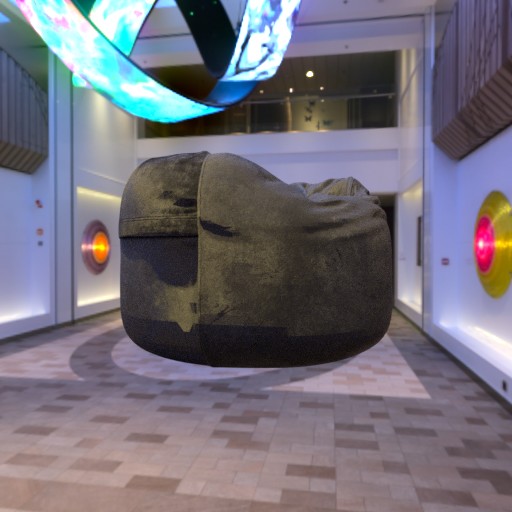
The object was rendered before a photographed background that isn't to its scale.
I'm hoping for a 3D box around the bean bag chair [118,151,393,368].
[{"bbox_3d":[0.000,0.000,1.543,0.918,0.605,0.918,0,1,0],"label":"bean bag chair"}]
